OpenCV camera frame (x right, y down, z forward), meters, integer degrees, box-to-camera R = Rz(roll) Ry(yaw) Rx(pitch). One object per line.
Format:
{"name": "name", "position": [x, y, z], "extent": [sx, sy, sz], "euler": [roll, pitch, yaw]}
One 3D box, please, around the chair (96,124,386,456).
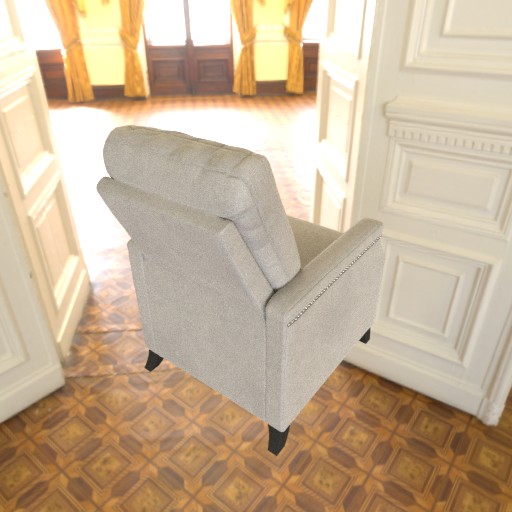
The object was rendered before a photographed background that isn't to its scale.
{"name": "chair", "position": [0.000, 0.000, 1.665], "extent": [0.710, 1.049, 0.922], "euler": [21, 37, 31]}
